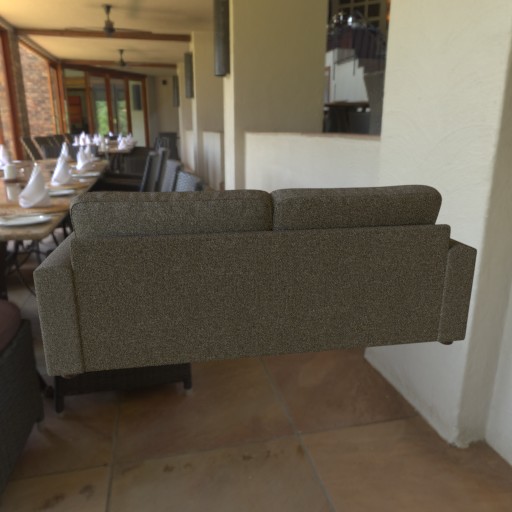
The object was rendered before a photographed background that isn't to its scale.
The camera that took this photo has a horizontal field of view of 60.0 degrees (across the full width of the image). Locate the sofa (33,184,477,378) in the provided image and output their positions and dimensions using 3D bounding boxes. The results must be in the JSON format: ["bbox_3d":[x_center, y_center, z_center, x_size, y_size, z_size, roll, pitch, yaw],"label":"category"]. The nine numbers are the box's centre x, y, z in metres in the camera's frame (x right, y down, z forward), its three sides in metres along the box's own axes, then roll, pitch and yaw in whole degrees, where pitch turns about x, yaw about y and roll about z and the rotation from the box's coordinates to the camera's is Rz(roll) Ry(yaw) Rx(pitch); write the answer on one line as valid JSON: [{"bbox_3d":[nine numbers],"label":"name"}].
[{"bbox_3d":[0.000,0.000,2.638,2.179,0.873,1.016,-3,16,-10],"label":"sofa"}]
